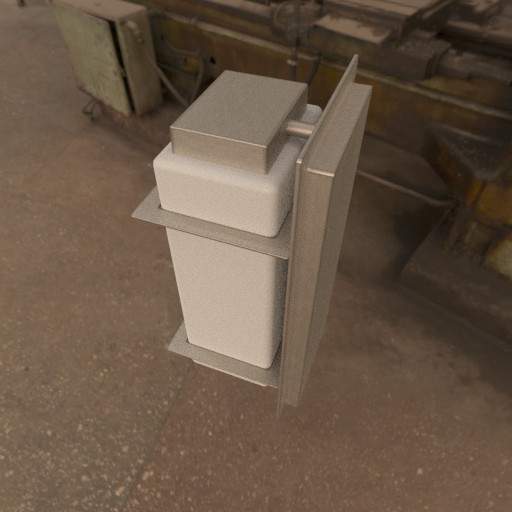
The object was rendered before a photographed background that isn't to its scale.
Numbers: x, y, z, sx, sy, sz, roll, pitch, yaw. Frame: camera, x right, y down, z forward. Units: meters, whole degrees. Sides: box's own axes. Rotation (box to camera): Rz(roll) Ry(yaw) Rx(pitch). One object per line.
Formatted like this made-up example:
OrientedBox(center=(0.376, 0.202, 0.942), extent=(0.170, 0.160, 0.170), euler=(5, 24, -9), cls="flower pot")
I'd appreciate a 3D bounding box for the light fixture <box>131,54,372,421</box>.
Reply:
OrientedBox(center=(0.000, 0.000, 0.476), extent=(0.160, 0.380, 0.168), euler=(15, 49, 14), cls="light fixture")
